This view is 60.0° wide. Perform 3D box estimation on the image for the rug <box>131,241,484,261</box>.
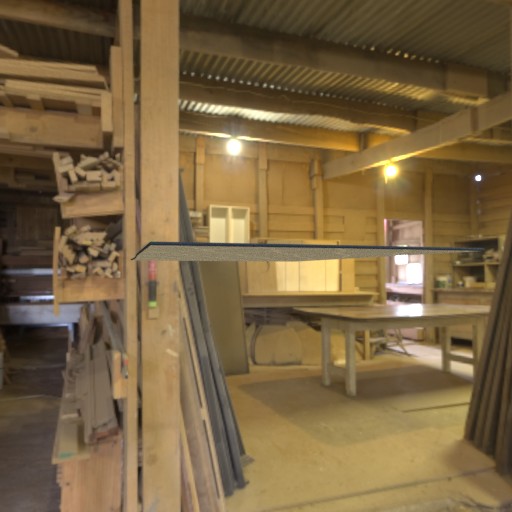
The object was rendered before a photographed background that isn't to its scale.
[{"bbox_3d":[0.000,0.000,2.917,1.528,0.014,2.294,1,-2,-18],"label":"rug"}]
